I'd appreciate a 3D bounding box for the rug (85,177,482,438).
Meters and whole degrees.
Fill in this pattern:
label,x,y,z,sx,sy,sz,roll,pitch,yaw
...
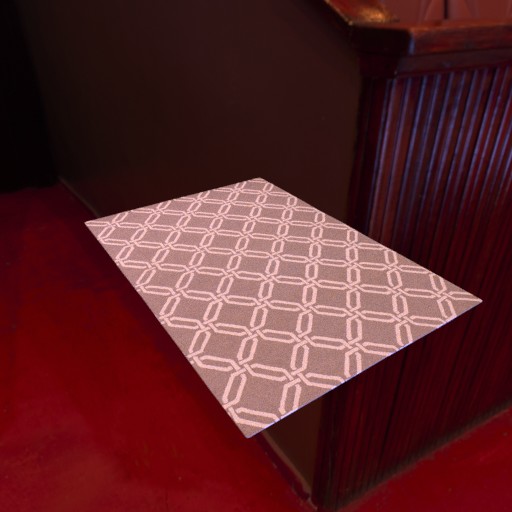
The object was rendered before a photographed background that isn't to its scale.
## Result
label,x,y,z,sx,sy,sz,roll,pitch,yaw
rug,0.000,0.000,4.460,2.441,0.020,3.419,-20,37,-28
